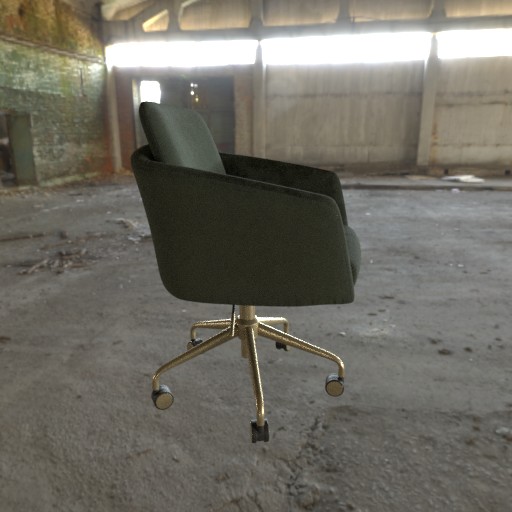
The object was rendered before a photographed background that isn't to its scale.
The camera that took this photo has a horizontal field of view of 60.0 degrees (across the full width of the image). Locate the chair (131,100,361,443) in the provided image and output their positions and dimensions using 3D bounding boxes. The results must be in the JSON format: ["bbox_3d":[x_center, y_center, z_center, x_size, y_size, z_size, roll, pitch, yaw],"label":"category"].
[{"bbox_3d":[0.000,0.000,1.388,0.635,0.908,0.641,3,15,10],"label":"chair"}]
